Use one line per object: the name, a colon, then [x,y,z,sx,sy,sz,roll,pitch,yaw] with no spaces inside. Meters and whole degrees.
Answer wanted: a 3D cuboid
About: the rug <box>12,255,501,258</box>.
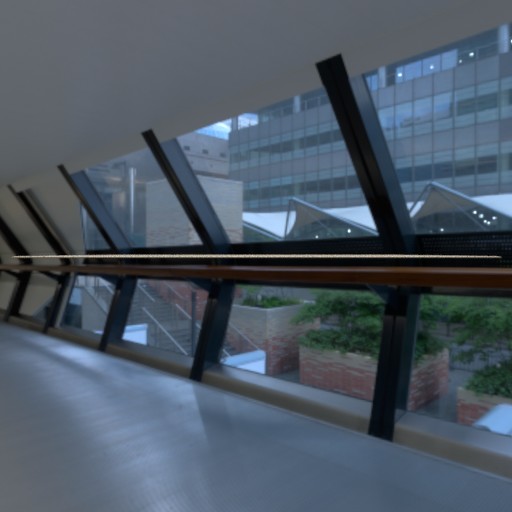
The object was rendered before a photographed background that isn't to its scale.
rug: [0.000,0.000,2.983,2.448,0.008,1.541,0,0,-1]
